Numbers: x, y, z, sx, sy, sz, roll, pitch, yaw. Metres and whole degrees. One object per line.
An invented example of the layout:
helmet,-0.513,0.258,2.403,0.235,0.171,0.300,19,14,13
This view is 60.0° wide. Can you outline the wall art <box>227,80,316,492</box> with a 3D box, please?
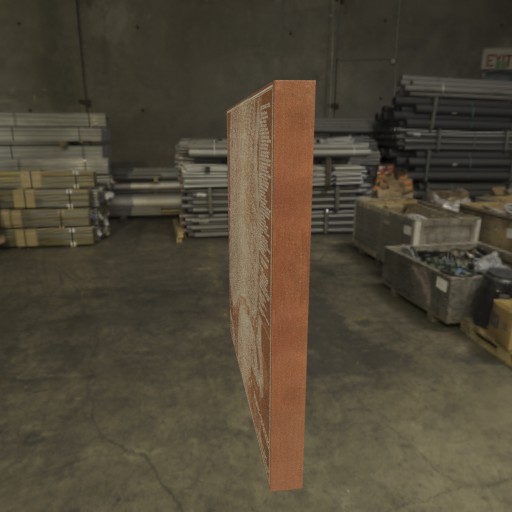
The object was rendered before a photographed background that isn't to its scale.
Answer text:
wall art,0.000,0.000,0.605,0.035,0.403,0.403,-2,15,-9
